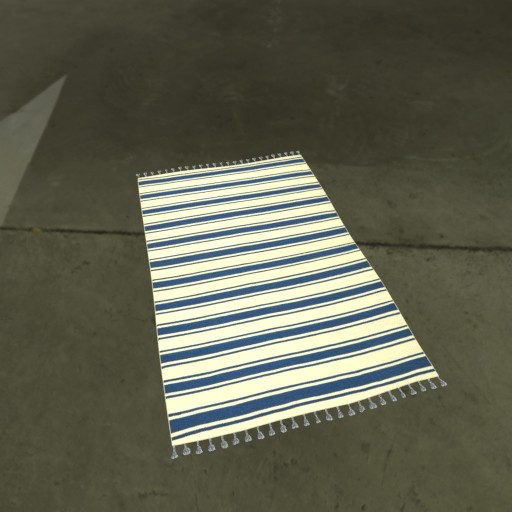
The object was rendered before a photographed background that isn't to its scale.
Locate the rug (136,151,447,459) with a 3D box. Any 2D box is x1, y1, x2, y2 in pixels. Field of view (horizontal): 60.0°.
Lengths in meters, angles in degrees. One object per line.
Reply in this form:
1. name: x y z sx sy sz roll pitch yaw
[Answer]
1. rug: 0.000 0.000 2.607 1.248 0.009 2.108 -10 45 -11
